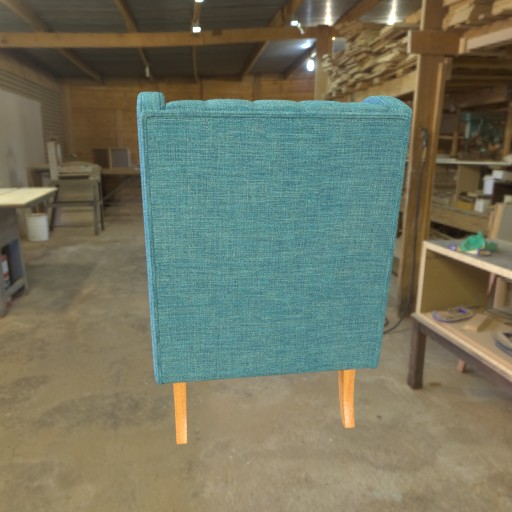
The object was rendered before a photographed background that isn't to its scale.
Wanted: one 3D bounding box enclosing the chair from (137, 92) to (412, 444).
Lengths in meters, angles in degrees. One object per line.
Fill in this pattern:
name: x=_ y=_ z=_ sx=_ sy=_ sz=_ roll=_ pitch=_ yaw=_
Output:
chair: x=0.000 y=0.000 z=1.446 sx=0.711 sy=0.952 sz=0.775 roll=-2 pitch=14 yaw=-8
